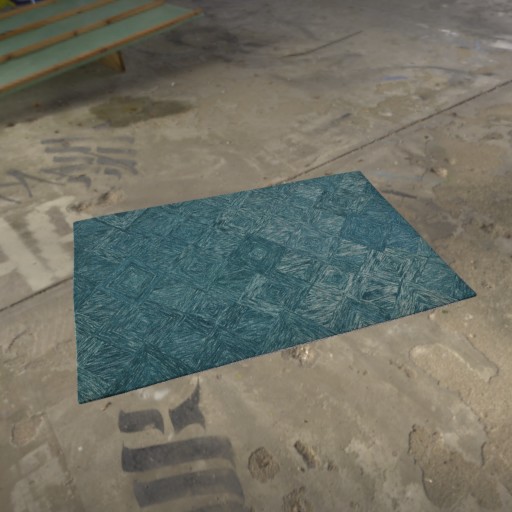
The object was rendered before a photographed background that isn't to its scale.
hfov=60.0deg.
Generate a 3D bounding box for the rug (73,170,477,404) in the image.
[{"bbox_3d":[0.000,0.000,2.189,1.728,0.017,1.136,-12,43,-13],"label":"rug"}]
